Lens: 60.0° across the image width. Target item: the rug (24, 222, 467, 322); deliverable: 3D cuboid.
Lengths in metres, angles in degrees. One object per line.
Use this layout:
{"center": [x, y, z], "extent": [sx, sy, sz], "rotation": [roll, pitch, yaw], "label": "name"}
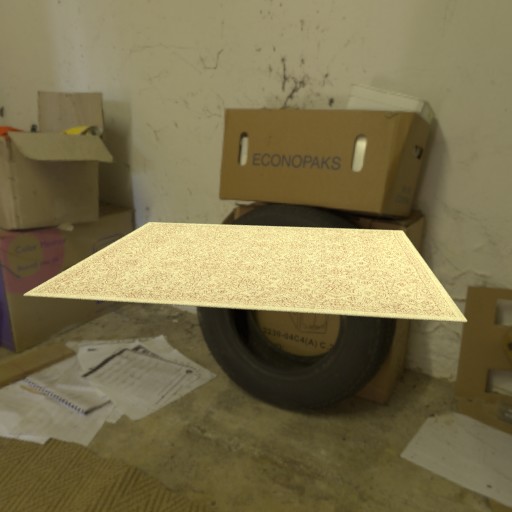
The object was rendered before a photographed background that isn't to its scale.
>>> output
{"center": [0.000, 0.000, 4.150], "extent": [3.050, 0.015, 2.441], "rotation": [2, 17, 8], "label": "rug"}
